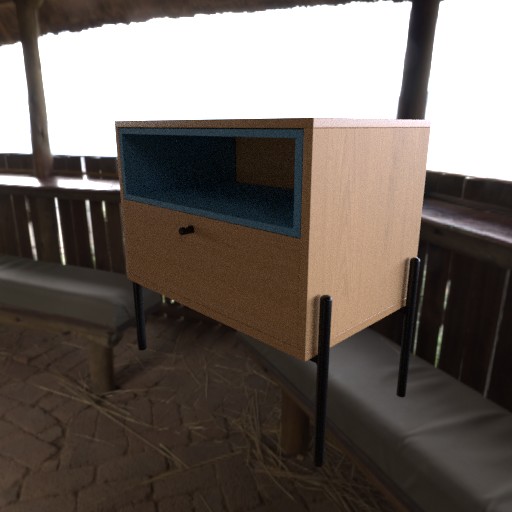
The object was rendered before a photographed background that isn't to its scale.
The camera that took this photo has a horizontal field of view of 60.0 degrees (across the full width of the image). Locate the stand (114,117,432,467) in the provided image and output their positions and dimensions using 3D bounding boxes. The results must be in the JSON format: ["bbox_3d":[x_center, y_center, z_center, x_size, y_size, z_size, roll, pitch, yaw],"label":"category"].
[{"bbox_3d":[0.000,0.000,1.025,0.400,0.600,0.630,-15,22,-42],"label":"stand"}]
